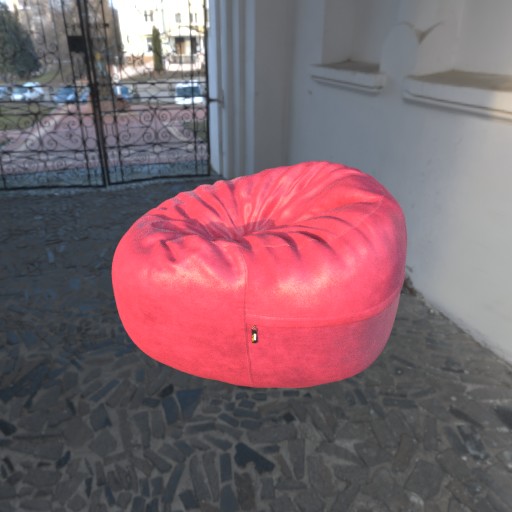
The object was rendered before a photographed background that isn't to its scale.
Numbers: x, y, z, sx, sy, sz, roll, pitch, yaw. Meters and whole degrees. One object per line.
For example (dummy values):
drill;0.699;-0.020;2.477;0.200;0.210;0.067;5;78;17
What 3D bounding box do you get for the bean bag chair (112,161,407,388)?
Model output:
bean bag chair;0.000;0.000;2.446;1.524;0.878;1.524;0;26;-1
